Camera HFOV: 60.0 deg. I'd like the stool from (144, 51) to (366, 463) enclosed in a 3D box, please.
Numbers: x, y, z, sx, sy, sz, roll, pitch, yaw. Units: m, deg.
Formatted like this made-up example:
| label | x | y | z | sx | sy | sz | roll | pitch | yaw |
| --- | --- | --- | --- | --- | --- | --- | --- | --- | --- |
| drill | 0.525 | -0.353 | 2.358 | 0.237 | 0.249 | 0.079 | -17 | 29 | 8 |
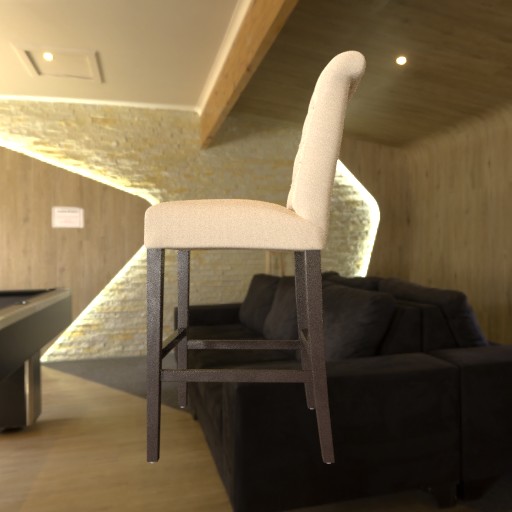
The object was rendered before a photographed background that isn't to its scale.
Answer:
| label | x | y | z | sx | sy | sz | roll | pitch | yaw |
| --- | --- | --- | --- | --- | --- | --- | --- | --- | --- |
| stool | 0.000 | 0.000 | 1.417 | 0.610 | 1.118 | 0.482 | 0 | 0 | 1 |
